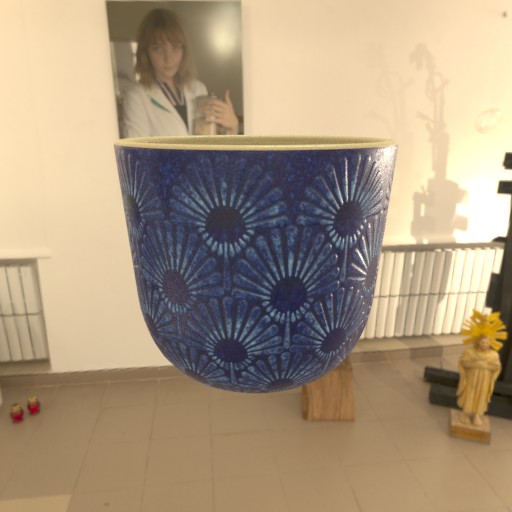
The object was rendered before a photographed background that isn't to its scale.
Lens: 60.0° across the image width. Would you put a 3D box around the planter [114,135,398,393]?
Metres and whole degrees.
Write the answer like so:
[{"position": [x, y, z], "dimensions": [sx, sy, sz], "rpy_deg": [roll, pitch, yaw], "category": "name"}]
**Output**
[{"position": [0.000, 0.000, 0.298], "dimensions": [0.170, 0.153, 0.170], "rpy_deg": [0, 17, 0], "category": "planter"}]
